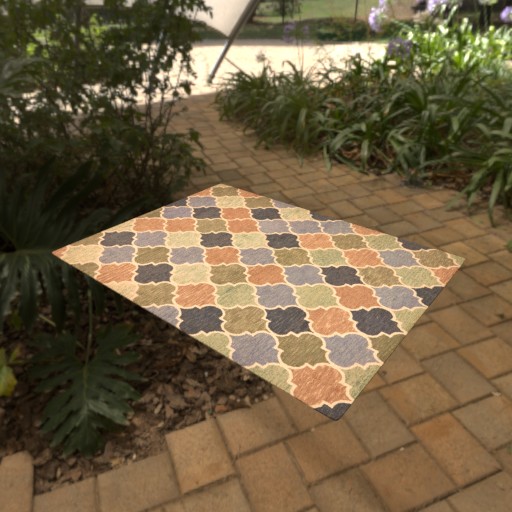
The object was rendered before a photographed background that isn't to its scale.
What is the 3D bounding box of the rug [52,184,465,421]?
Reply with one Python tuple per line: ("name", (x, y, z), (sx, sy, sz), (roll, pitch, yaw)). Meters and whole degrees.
("rug", (0.000, 0.000, 4.291), (3.200, 0.013, 2.439), (22, 37, 33))
